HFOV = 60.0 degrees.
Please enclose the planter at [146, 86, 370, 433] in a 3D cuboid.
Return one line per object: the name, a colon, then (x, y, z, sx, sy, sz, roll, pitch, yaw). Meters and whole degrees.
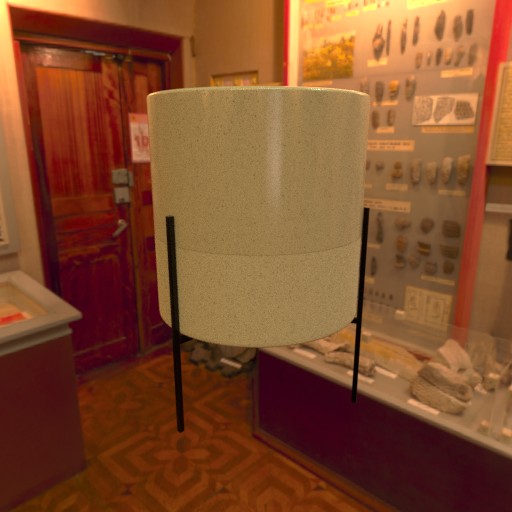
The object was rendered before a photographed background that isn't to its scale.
planter: (0.000, 0.000, 0.699, 0.314, 0.475, 0.323, 15, 21, 43)
